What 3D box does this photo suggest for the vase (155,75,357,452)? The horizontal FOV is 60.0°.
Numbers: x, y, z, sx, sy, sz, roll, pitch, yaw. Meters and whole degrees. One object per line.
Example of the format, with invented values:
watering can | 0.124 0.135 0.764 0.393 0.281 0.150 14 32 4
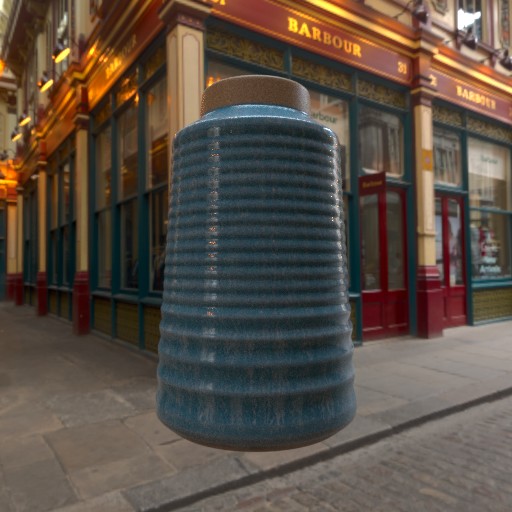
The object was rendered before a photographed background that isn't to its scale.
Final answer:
vase | 0.000 0.000 0.369 0.163 0.267 0.163 0 -1 0
